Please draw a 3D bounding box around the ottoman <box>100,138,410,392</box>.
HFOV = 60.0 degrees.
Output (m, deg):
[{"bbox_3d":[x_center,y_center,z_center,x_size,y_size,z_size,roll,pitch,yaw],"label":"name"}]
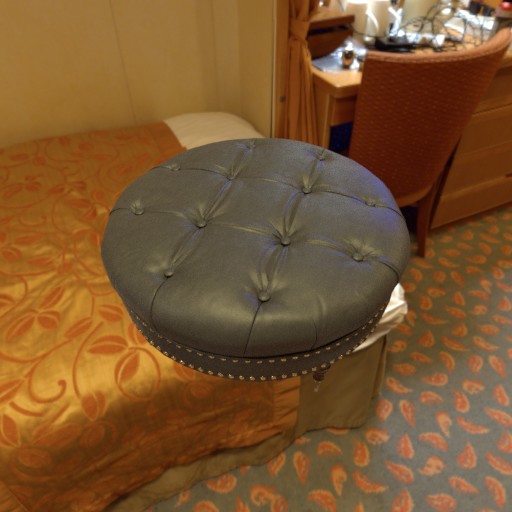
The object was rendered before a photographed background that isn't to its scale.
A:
[{"bbox_3d":[0.000,0.000,1.410,0.901,0.439,0.901,0,43,0],"label":"ottoman"}]
